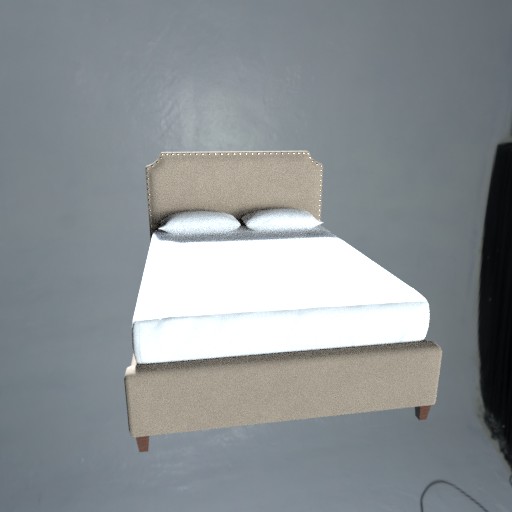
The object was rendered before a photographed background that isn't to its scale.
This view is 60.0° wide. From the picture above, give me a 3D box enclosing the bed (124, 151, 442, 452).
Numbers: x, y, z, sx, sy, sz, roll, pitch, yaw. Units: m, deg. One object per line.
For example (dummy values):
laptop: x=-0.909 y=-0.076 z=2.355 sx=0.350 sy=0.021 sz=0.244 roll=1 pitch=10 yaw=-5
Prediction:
bed: x=0.000 y=0.000 z=3.324 sx=1.703 sy=1.415 sz=2.329 roll=-3 pitch=16 yaw=-9
